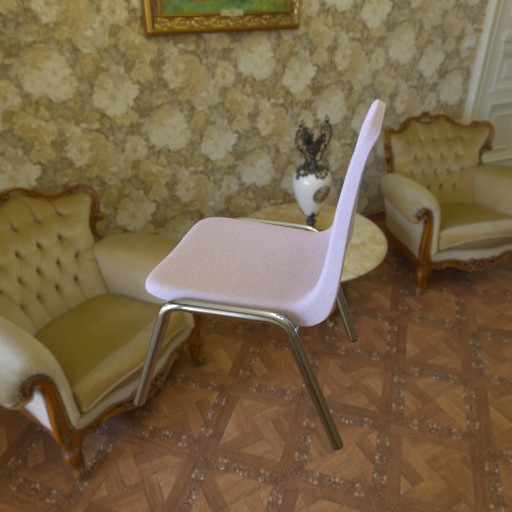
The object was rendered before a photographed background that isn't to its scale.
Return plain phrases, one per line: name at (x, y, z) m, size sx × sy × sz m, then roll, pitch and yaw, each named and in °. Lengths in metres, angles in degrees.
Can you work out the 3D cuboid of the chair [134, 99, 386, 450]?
chair at (0.000, 0.000, 0.852) m, size 0.423 × 0.586 × 0.354 m, roll 8°, pitch 31°, yaw 14°
